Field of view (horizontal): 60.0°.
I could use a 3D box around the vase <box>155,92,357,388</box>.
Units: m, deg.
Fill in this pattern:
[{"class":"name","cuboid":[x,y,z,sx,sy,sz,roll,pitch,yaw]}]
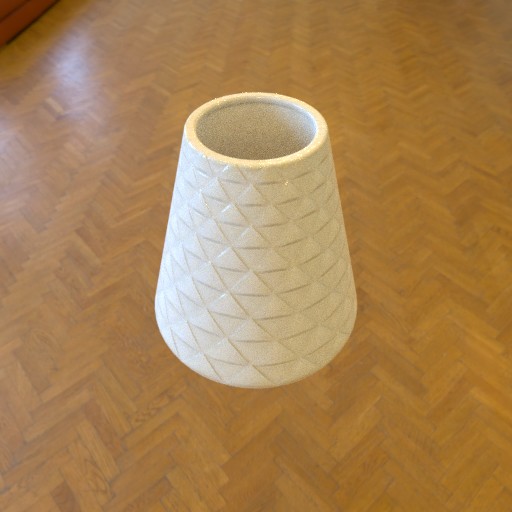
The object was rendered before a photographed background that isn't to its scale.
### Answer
[{"class":"vase","cuboid":[0.000,0.000,0.354,0.175,0.230,0.175,0,46,0]}]
